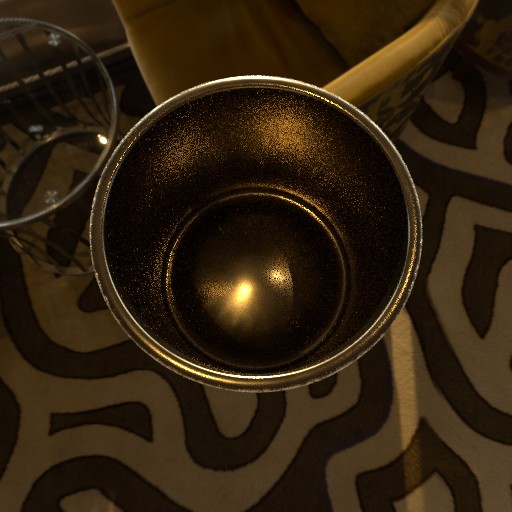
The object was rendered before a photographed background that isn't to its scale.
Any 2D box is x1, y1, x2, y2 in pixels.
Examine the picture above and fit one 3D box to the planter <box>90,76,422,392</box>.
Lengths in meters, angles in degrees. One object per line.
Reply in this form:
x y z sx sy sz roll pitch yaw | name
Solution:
0.000 0.000 0.308 0.178 0.157 0.178 0 75 0 | planter
